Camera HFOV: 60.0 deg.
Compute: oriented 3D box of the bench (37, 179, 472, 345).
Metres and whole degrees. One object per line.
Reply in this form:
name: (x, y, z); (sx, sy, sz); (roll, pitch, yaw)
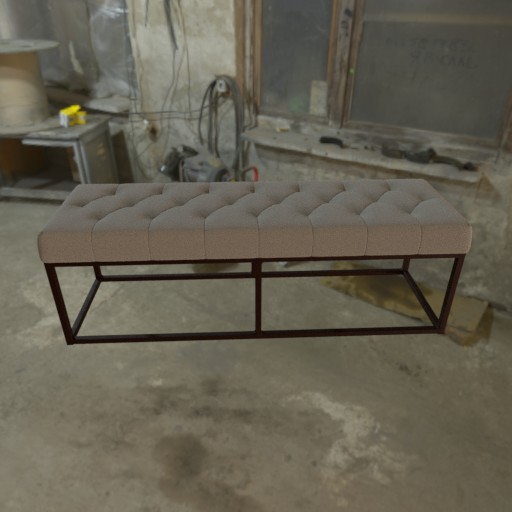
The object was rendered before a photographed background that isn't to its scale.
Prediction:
bench: (0.000, 0.000, 1.785); (1.488, 0.488, 0.479); (-1, 31, -2)
